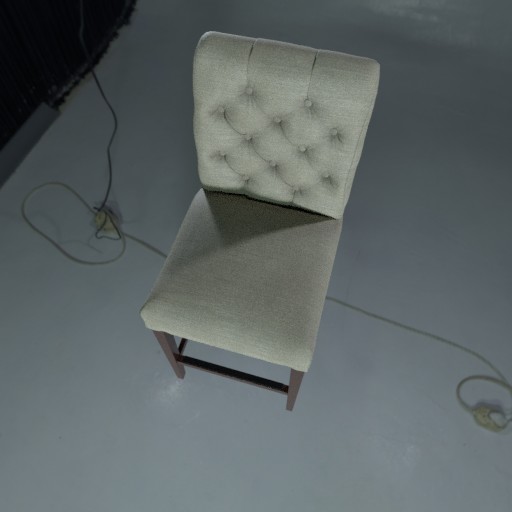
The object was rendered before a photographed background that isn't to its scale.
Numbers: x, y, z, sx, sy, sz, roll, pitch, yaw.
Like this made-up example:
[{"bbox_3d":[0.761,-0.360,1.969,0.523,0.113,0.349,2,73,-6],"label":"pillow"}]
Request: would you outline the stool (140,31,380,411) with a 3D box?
[{"bbox_3d":[0.000,0.000,1.411,0.486,1.084,0.660,14,60,8],"label":"stool"}]
